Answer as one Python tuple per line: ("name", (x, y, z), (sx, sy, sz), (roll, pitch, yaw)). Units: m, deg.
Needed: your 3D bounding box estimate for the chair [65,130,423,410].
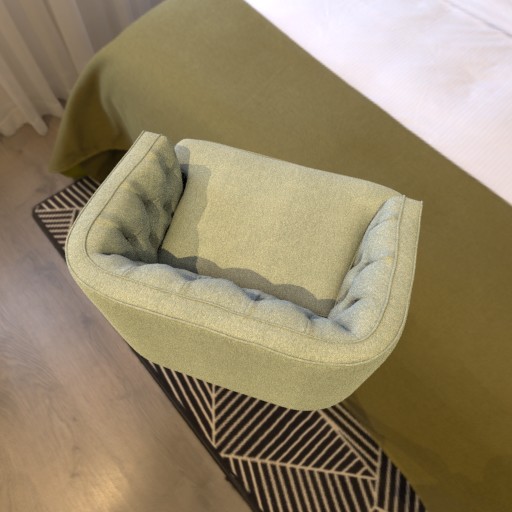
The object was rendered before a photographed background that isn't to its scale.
("chair", (0.000, 0.000, 1.748), (1.094, 0.852, 0.945), (16, 63, 8))
